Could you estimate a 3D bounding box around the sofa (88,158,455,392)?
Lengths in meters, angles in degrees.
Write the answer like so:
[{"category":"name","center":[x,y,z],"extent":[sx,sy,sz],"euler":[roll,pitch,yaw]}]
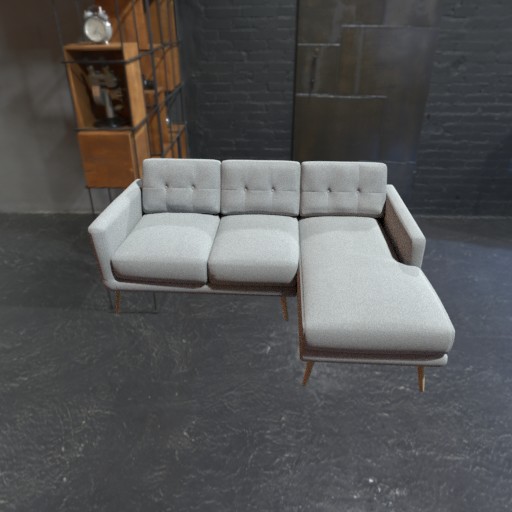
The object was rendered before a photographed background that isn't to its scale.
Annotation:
[{"category":"sofa","center":[0.000,0.000,2.838],"extent":[2.040,0.860,1.530],"euler":[2,29,3]}]
